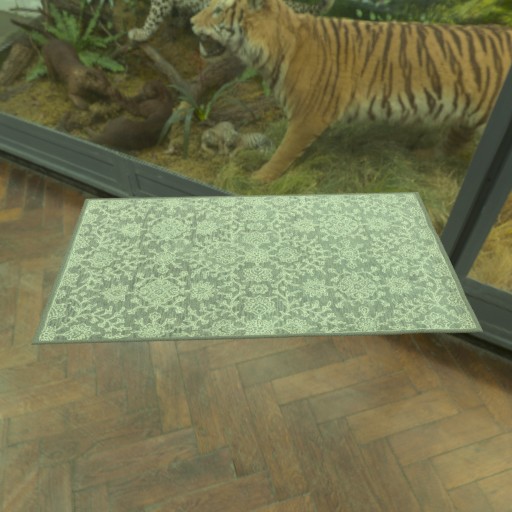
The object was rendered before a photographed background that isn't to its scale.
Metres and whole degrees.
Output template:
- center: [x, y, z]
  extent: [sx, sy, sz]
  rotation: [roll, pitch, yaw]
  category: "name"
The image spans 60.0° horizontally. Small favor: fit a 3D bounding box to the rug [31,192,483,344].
- center: [0.000, 0.000, 3.523]
  extent: [3.048, 0.011, 1.546]
  rotation: [-1, 46, -1]
  category: "rug"
